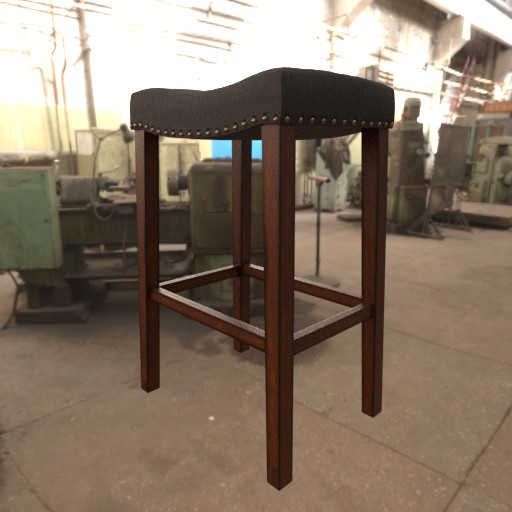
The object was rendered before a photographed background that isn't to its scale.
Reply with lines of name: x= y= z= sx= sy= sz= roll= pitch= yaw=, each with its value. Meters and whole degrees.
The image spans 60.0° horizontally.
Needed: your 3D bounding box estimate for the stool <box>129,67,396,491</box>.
stool: x=0.000 y=0.000 z=1.037 sx=0.366 sy=0.760 sz=0.502 roll=-14 pitch=20 yaw=-42
